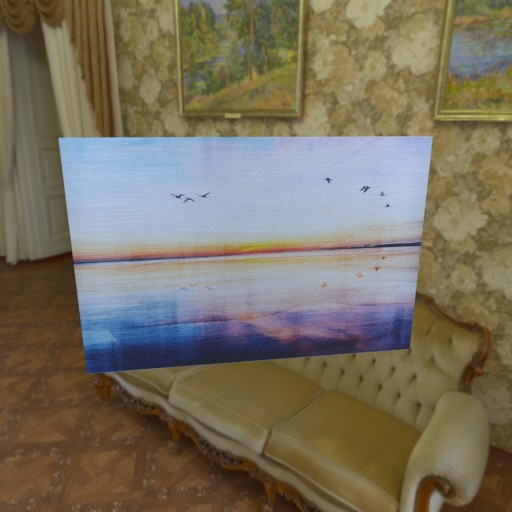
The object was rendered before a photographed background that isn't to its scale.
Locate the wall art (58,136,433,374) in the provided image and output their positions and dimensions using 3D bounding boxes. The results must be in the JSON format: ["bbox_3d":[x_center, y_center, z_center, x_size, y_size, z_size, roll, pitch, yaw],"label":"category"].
[{"bbox_3d":[0.000,0.000,1.458,1.137,0.756,0.034,-2,17,-8],"label":"wall art"}]
